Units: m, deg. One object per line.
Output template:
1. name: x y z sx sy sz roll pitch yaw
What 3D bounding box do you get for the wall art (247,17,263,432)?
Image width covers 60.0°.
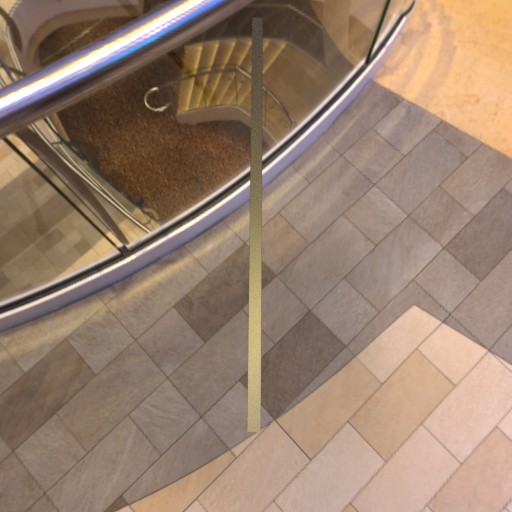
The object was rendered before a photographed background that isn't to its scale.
1. wall art: 0.000 0.000 1.205 0.022 0.807 0.807 0 74 0
